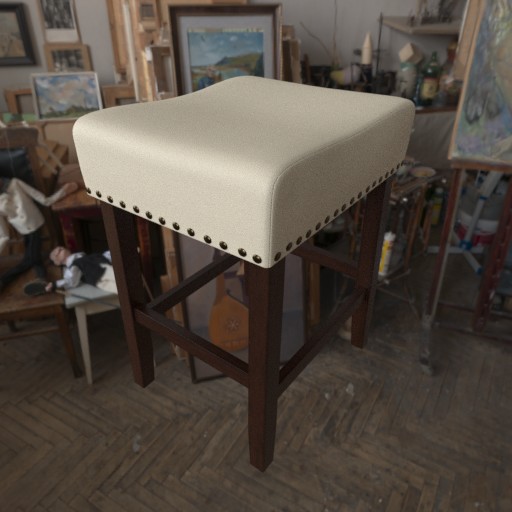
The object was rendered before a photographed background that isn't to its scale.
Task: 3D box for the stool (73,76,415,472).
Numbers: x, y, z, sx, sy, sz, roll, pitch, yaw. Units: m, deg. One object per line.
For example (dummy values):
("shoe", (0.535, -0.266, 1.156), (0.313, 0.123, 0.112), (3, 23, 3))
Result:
("stool", (0.000, 0.000, 0.915), (0.401, 0.609, 0.471), (22, 38, 31))
